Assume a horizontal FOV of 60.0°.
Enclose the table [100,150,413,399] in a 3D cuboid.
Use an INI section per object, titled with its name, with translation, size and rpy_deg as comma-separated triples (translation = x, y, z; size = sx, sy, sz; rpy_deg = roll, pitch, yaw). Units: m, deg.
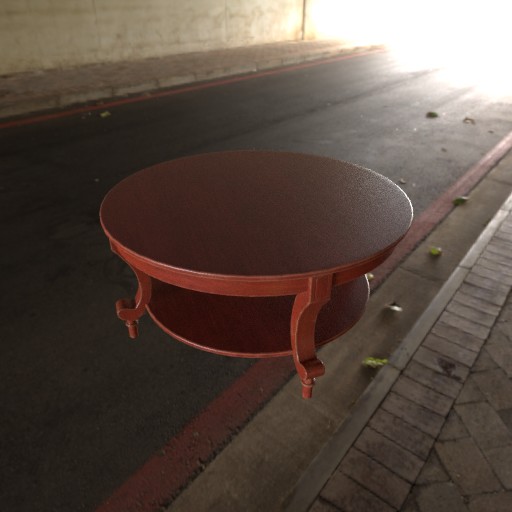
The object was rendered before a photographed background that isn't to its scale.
[table]
translation = 0.000, 0.000, 1.634
size = 1.029, 0.486, 1.029
rpy_deg = 0, 30, 0
